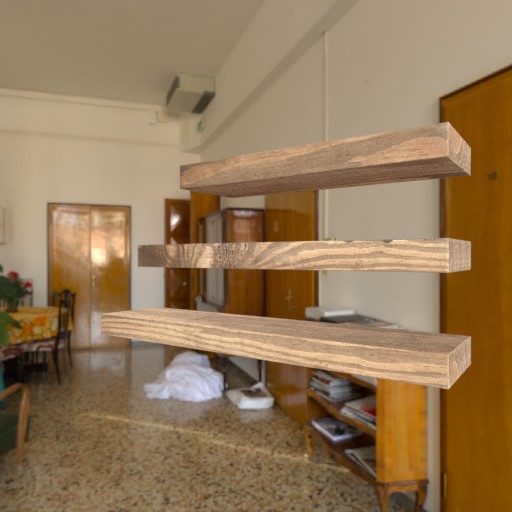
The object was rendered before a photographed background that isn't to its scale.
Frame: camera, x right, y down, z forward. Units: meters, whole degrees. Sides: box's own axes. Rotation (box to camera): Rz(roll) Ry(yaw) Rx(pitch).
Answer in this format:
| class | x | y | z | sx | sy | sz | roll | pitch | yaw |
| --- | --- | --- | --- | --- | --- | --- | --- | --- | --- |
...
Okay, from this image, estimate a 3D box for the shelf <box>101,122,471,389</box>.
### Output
| class | x | y | z | sx | sy | sz | roll | pitch | yaw |
| --- | --- | --- | --- | --- | --- | --- | --- | --- | --- |
| shelf | 0.000 | 0.000 | 0.715 | 0.610 | 0.293 | 0.140 | 0 | 0 | 35 |
